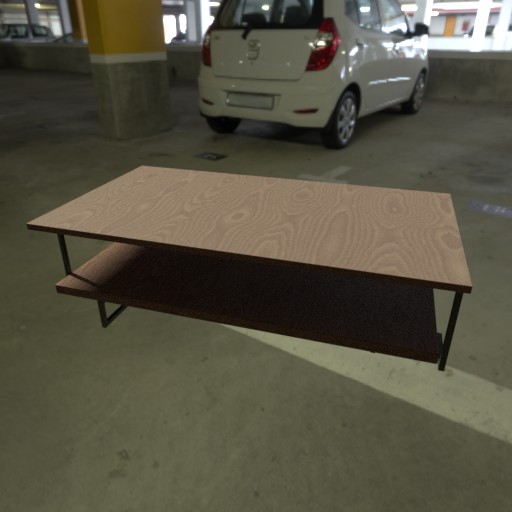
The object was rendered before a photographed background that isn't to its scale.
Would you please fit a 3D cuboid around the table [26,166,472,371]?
[{"bbox_3d":[0.000,0.000,1.484,1.197,0.347,0.651,8,28,15],"label":"table"}]
